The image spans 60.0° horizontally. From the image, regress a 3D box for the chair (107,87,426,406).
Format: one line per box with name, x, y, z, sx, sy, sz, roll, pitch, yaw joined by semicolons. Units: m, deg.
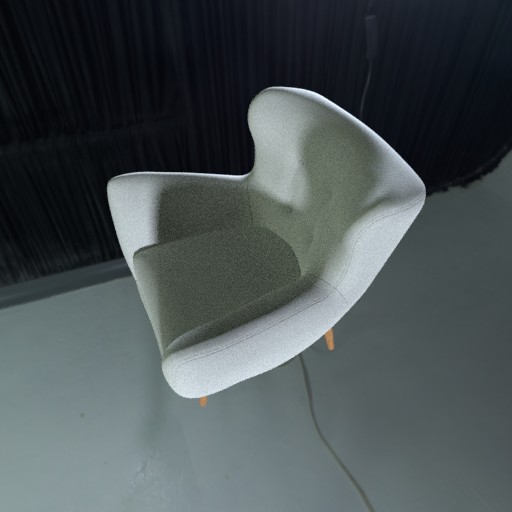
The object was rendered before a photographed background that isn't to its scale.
chair;0.000;0.000;1.638;0.889;0.889;0.890;-18;48;-17
